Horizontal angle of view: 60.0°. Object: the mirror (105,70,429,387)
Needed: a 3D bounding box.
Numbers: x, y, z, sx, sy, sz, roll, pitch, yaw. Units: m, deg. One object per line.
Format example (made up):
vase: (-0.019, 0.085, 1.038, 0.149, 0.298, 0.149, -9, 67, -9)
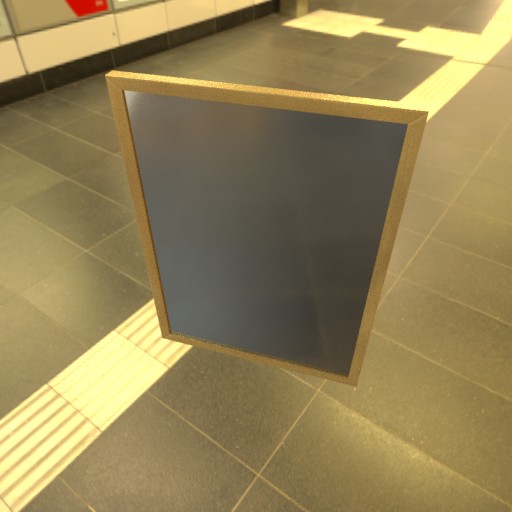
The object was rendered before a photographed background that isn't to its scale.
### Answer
mirror: (0.000, 0.000, 1.350, 0.762, 1.016, 0.040, 11, 42, 13)
